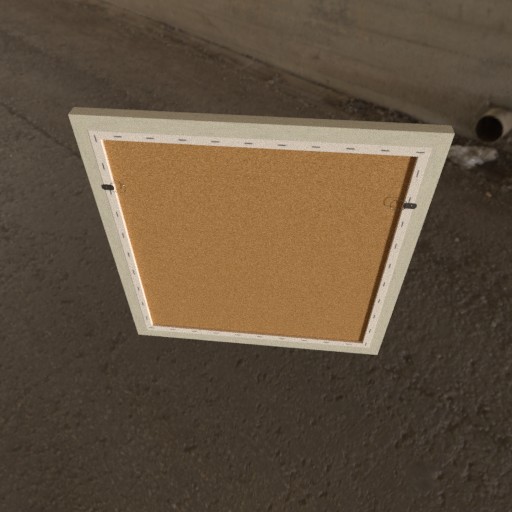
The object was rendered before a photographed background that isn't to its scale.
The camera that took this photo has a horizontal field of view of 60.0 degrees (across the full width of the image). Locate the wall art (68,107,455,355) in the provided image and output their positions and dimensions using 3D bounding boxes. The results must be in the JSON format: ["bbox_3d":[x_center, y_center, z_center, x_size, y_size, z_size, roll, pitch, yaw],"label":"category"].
[{"bbox_3d":[0.000,0.000,1.531,1.016,1.016,0.045,4,45,4],"label":"wall art"}]
